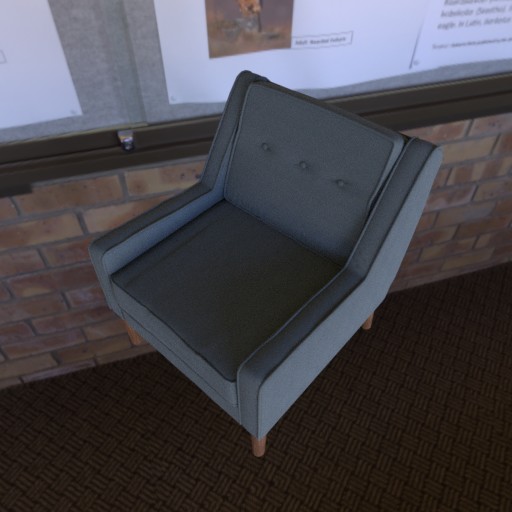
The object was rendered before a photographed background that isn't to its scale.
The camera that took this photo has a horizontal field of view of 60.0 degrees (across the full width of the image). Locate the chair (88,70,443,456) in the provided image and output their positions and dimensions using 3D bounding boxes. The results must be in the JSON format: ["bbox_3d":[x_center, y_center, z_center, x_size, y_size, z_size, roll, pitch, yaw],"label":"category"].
[{"bbox_3d":[0.000,0.000,1.335,0.663,0.780,0.733,33,55,27],"label":"chair"}]
